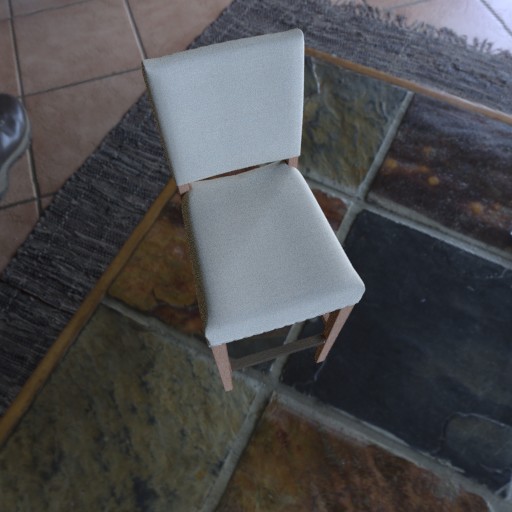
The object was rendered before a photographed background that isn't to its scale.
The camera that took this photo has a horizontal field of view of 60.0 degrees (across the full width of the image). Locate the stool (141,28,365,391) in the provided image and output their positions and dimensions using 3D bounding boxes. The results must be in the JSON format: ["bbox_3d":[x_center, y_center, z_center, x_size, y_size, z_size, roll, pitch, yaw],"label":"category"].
[{"bbox_3d":[0.000,0.000,1.386,0.428,1.143,0.546,-15,64,-8],"label":"stool"}]
